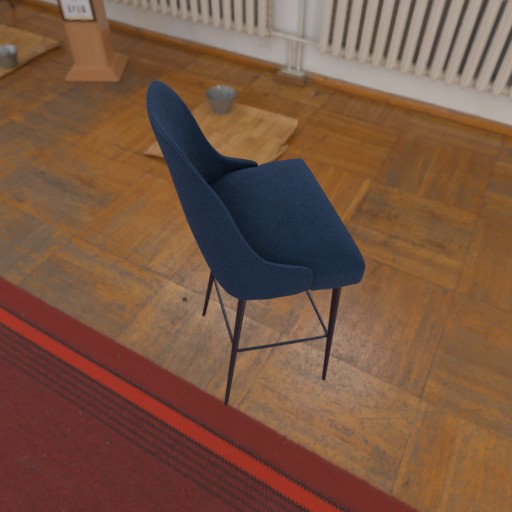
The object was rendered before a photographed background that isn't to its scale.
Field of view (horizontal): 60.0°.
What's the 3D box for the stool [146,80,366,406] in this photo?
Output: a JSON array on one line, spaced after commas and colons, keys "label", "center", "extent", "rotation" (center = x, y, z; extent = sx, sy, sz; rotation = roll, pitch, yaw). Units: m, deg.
[{"label": "stool", "center": [0.000, 0.000, 1.394], "extent": [0.489, 1.079, 0.527], "rotation": [-12, 48, -11]}]
